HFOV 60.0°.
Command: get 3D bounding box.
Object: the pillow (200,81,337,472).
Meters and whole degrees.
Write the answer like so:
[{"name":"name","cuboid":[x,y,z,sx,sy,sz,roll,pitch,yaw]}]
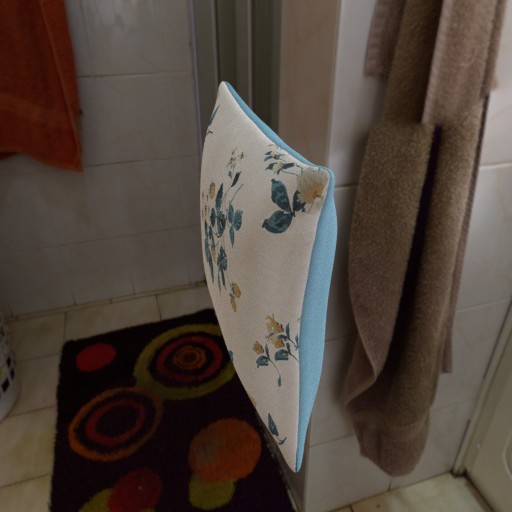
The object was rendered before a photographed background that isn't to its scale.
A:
[{"name":"pillow","cuboid":[0.000,0.000,0.795,0.166,0.507,0.526,-8,33,-13]}]
